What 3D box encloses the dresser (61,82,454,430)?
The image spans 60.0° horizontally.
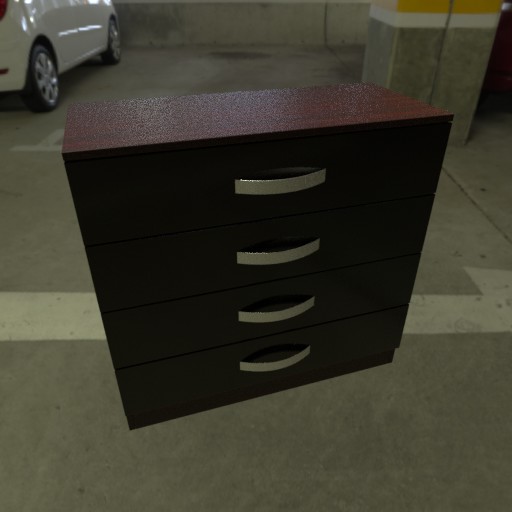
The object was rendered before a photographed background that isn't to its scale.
[{"bbox_3d":[0.000,0.000,1.118,0.750,0.720,0.360,-10,34,-15],"label":"dresser"}]
